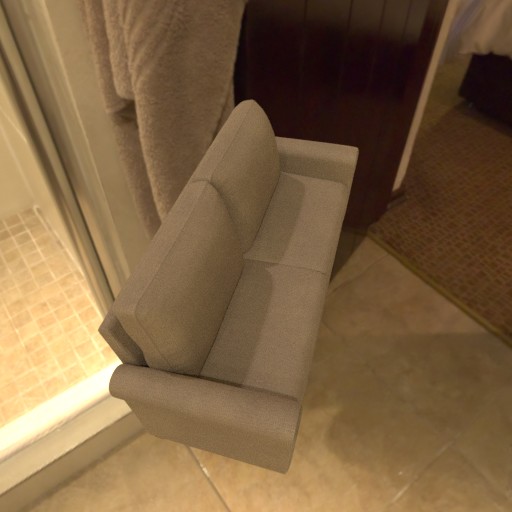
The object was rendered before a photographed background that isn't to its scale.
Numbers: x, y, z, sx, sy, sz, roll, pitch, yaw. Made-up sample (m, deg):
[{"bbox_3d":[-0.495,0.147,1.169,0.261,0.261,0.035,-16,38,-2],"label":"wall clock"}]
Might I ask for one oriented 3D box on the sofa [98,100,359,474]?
[{"bbox_3d":[0.000,0.000,2.405,0.842,0.942,1.935,12,48,11],"label":"sofa"}]
